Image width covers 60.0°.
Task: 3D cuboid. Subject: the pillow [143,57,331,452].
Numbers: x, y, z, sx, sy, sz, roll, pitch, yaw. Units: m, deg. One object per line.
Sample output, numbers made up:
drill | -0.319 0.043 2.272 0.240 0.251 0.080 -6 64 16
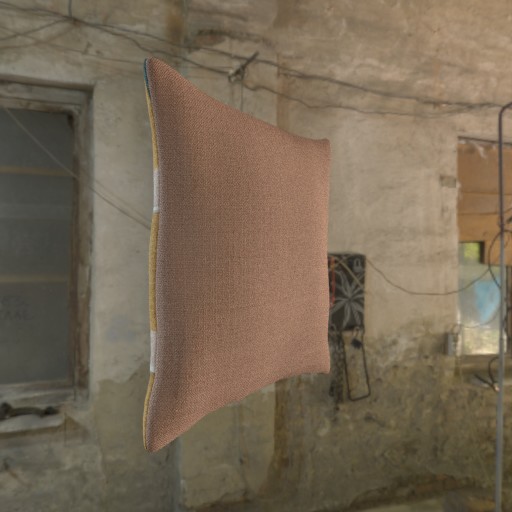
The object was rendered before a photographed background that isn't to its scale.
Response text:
pillow | 0.000 0.000 0.725 0.158 0.479 0.478 0 0 36
